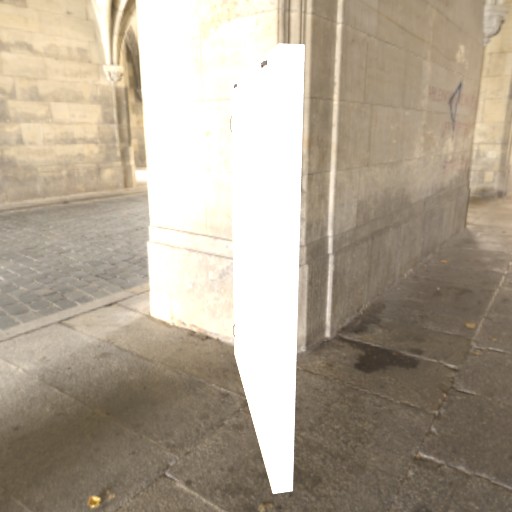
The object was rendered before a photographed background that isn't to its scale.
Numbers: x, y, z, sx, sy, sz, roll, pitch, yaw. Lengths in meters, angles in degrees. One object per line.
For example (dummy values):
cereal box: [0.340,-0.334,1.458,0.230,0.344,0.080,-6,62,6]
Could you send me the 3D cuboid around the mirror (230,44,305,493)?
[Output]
mirror: [0.000,0.000,0.911,0.040,0.710,0.507,-3,16,-10]
